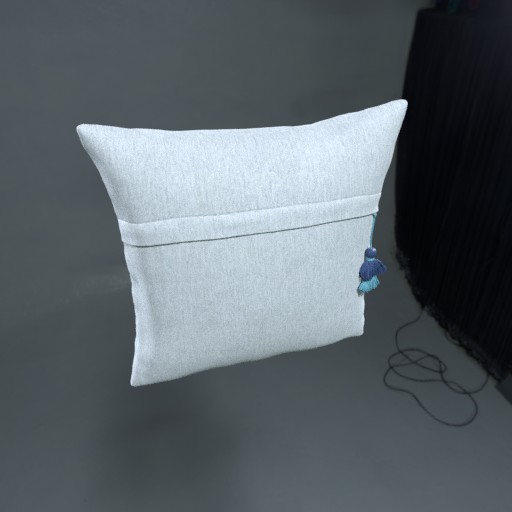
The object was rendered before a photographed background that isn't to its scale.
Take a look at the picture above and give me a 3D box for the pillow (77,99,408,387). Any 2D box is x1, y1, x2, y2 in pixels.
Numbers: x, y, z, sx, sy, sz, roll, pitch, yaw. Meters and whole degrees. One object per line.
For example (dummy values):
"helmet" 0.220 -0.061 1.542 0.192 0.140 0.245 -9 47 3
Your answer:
"pillow" 0.000 0.000 0.677 0.433 0.436 0.173 -10 32 -15
